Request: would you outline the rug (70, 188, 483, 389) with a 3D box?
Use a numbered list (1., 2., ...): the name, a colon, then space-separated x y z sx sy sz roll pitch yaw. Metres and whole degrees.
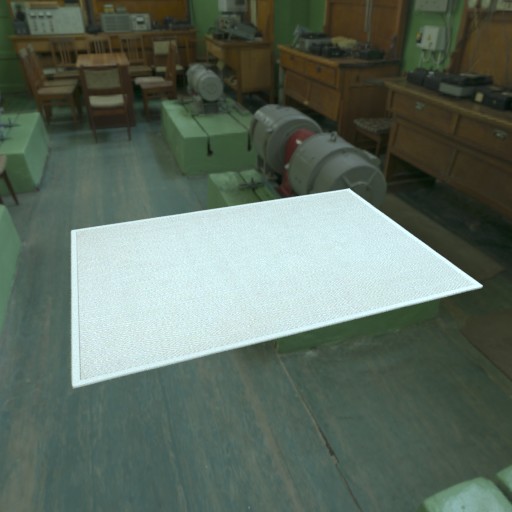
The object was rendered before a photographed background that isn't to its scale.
1. rug: 0.000 0.000 2.845 2.244 0.017 1.532 -11 33 -17
